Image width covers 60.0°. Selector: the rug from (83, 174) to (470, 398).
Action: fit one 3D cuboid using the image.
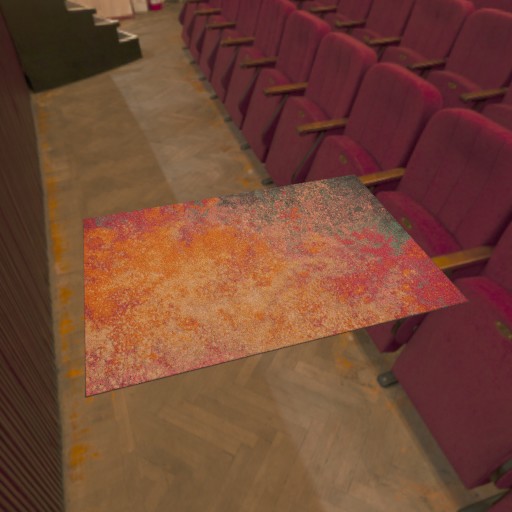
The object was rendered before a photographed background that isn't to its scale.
[{"bbox_3d":[0.000,0.000,3.875,2.896,0.013,2.007,-11,42,-13],"label":"rug"}]
